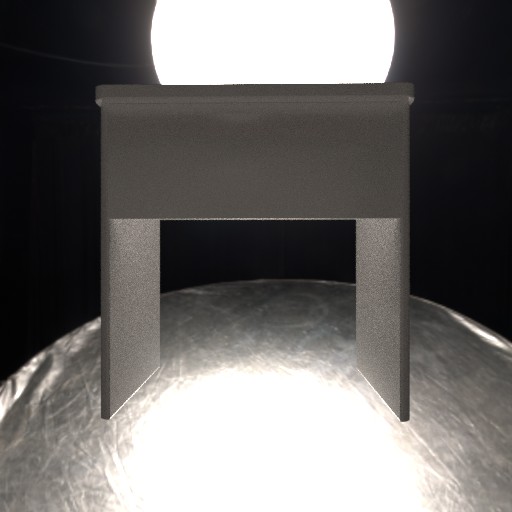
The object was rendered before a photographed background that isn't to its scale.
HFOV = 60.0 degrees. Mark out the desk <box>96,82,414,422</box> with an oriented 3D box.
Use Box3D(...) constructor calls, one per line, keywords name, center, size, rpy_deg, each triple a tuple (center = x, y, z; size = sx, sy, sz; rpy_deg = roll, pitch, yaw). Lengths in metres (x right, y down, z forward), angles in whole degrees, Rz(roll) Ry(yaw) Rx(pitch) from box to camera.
Box3D(name="desk", center=(0.000, 0.000, 1.299), size=(0.762, 0.800, 0.549), rpy_deg=(0, 0, 1))
